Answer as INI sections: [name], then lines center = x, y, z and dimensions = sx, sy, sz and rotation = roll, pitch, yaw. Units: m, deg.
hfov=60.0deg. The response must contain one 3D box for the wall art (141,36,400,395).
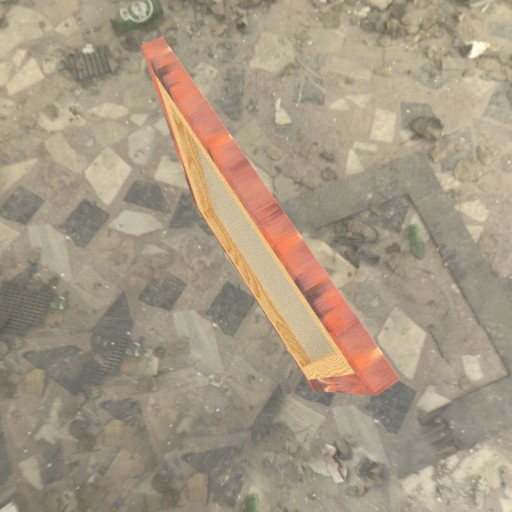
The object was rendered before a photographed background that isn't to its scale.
[wall art]
center = 0.000, 0.000, 0.900
dimensions = 0.037, 0.609, 0.603
rotation = -31, 76, -9
